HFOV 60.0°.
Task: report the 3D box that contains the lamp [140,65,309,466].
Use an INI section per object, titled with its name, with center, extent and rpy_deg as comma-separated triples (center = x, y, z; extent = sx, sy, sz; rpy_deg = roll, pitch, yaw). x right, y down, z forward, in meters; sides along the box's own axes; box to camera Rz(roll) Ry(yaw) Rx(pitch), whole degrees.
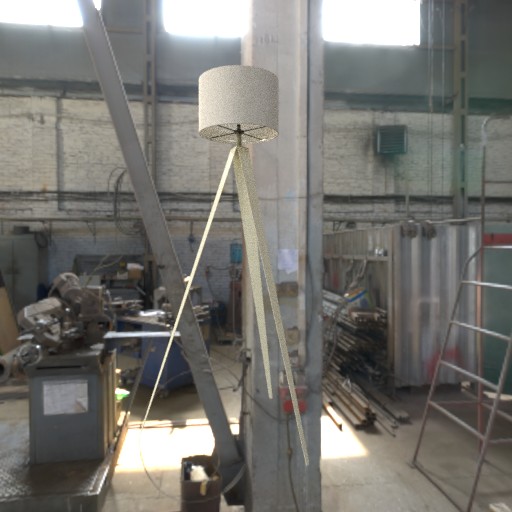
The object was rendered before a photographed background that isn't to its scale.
[lamp]
center = 0.000, 0.000, 1.955
extent = 0.716, 1.524, 0.724
rpy_deg = 1, 1, 37
